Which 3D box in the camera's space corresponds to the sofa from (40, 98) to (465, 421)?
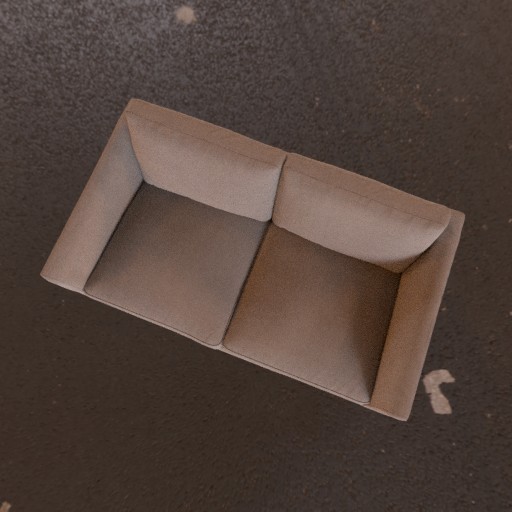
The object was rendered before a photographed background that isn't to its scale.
[{"bbox_3d":[0.000,0.000,2.440,1.905,0.839,1.091,20,76,5],"label":"sofa"}]
